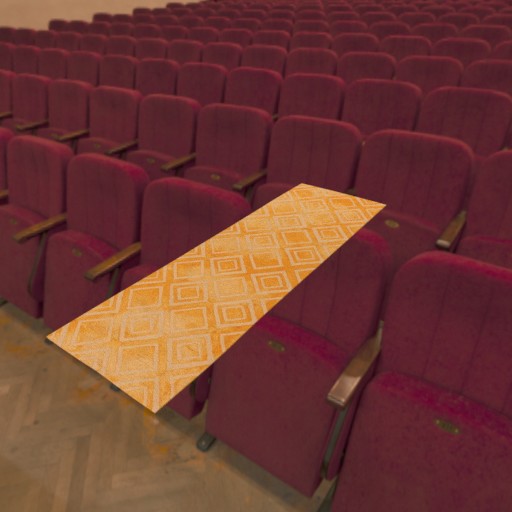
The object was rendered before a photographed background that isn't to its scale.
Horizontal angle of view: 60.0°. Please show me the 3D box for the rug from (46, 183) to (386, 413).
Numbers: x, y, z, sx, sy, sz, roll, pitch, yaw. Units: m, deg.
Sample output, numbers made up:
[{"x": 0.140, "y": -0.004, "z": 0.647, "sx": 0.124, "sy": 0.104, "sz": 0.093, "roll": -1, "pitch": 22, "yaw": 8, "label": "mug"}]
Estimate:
[{"x": 0.000, "y": 0.000, "z": 2.804, "sx": 0.775, "sy": 0.010, "sz": 2.438, "roll": 20, "pitch": 37, "yaw": 30, "label": "rug"}]
